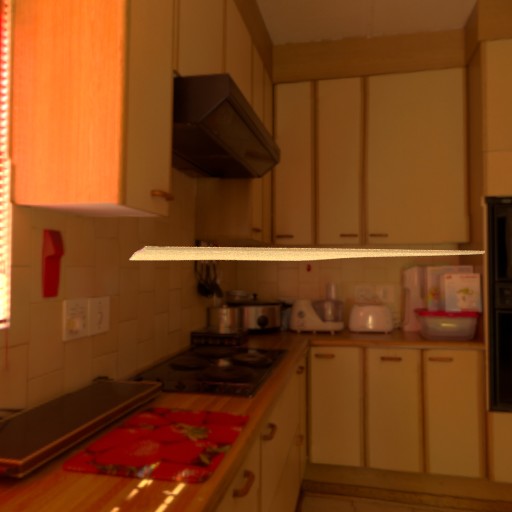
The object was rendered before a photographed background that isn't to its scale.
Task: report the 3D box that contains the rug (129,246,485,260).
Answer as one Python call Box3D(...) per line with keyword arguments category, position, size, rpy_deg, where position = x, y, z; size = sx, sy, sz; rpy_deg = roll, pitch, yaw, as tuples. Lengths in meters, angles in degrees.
Box3D(category="rug", position=(0.000, 0.000, 3.028), size=(1.616, 0.030, 2.338), rpy_deg=(0, -2, -17))
